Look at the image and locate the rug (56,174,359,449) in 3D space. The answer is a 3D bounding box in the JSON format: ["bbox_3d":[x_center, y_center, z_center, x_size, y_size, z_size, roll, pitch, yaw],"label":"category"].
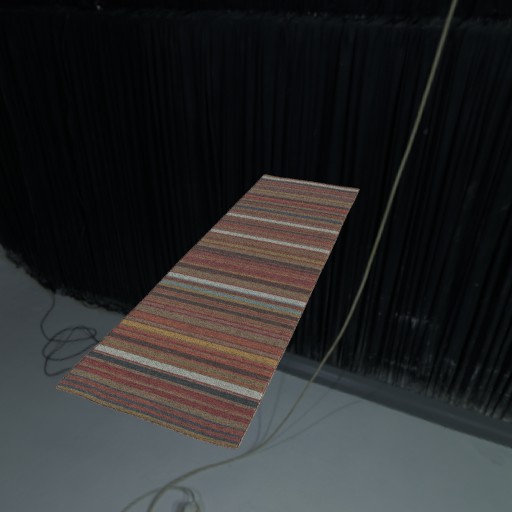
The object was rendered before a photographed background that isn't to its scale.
[{"bbox_3d":[0.000,0.000,2.617,0.799,0.030,2.444,11,34,18],"label":"rug"}]
